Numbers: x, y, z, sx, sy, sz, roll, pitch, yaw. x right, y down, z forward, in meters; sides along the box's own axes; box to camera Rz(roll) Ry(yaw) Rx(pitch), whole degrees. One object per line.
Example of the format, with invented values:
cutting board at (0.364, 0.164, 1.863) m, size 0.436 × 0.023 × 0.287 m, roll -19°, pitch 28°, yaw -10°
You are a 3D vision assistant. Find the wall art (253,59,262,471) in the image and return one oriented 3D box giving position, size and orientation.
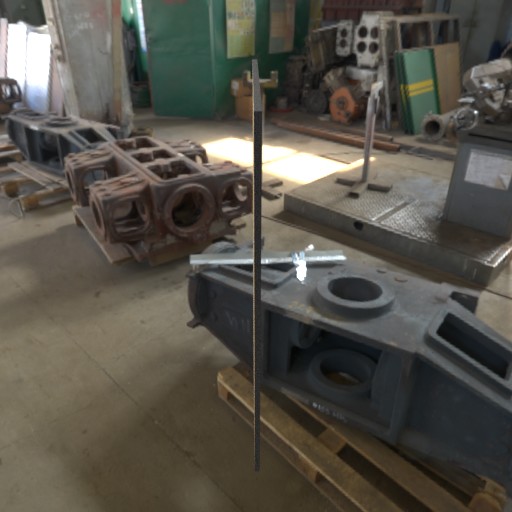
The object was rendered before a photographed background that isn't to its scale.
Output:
wall art at (0.000, 0.000, 1.480) m, size 0.016 × 1.116 × 0.810 m, roll 0°, pitch 30°, yaw 0°
